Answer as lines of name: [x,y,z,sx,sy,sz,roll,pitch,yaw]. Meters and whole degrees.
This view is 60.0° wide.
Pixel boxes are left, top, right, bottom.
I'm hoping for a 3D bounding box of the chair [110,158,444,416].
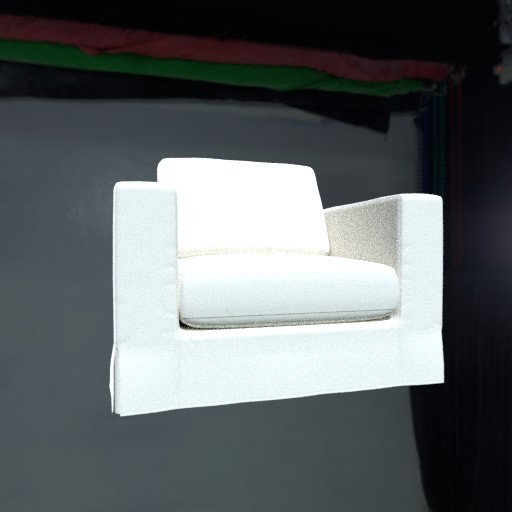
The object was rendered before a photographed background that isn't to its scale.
chair: [0.000,0.000,1.841,1.150,0.878,0.957,0,1,-17]
